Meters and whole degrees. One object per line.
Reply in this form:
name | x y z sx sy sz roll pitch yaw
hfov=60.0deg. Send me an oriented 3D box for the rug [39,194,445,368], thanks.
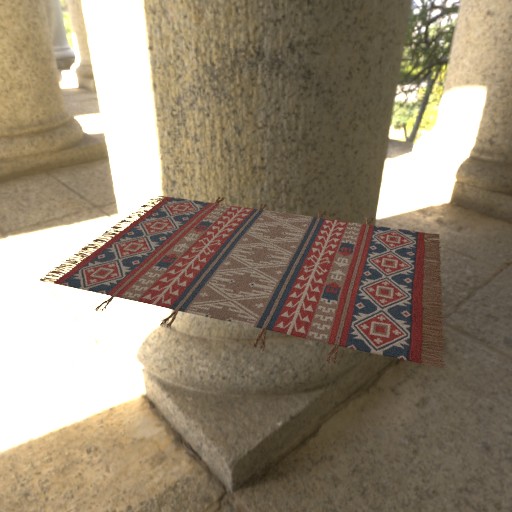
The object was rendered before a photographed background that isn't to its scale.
rug | 0.000 0.000 3.079 2.450 0.048 1.778 10 32 16
